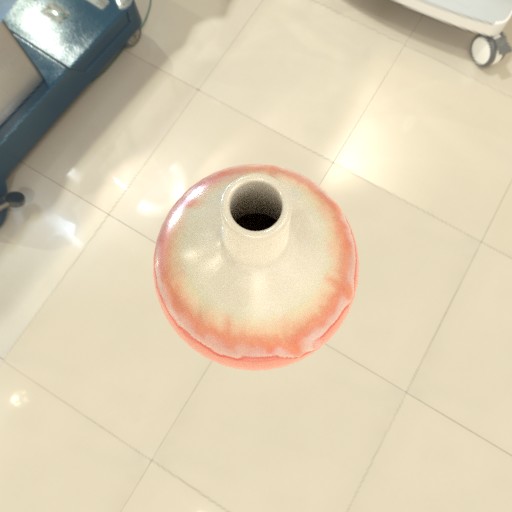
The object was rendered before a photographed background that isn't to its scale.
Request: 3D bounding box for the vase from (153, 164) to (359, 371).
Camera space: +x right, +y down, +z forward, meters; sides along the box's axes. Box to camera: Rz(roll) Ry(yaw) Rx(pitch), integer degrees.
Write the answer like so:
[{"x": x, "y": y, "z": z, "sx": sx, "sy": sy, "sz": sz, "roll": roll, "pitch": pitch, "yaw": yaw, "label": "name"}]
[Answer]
[{"x": 0.000, "y": 0.000, "z": 0.272, "sx": 0.137, "sy": 0.176, "sz": 0.137, "roll": 0, "pitch": 76, "yaw": 0, "label": "vase"}]
